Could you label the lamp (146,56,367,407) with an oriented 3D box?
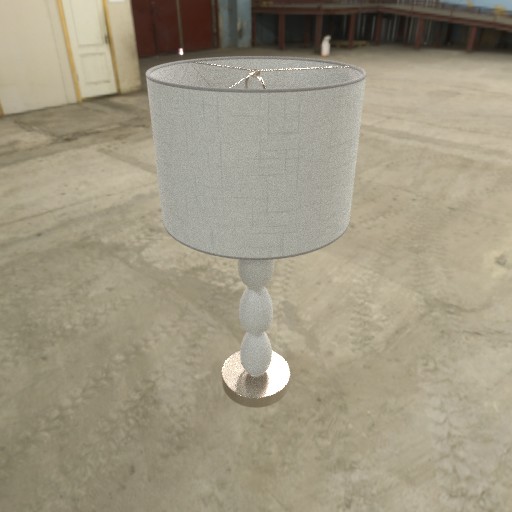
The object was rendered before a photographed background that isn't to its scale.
[{"bbox_3d":[0.000,0.000,0.714,0.280,0.559,0.282,-9,32,-15],"label":"lamp"}]
